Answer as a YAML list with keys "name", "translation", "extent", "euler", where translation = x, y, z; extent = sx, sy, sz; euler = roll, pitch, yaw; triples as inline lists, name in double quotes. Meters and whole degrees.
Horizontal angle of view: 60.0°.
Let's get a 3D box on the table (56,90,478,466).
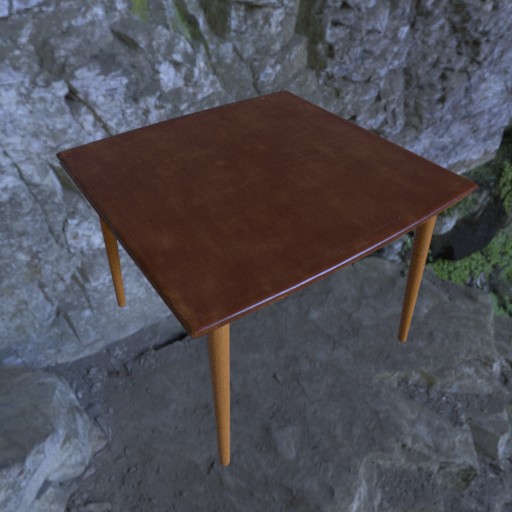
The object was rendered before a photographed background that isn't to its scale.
- name: "table"
  translation: [0.000, 0.000, 1.661]
  extent: [0.991, 0.754, 0.991]
  euler: [-25, 47, -26]
